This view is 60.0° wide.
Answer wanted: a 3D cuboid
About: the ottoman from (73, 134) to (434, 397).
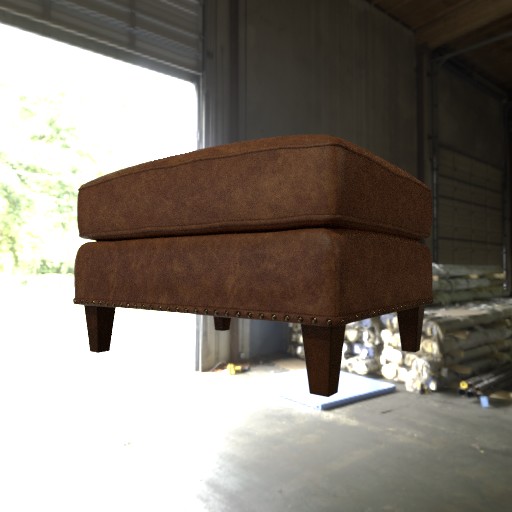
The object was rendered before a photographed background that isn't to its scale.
[{"bbox_3d":[0.000,0.000,1.138,0.742,0.486,0.586,-1,-2,36],"label":"ottoman"}]
